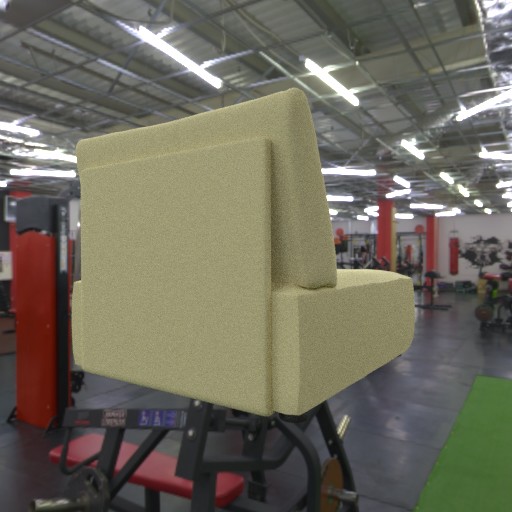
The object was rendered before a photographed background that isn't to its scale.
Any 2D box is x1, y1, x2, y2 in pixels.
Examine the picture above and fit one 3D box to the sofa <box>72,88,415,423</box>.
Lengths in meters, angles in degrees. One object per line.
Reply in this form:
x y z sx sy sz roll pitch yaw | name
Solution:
0.000 0.000 1.696 0.930 0.820 1.000 0 0 35 | sofa
